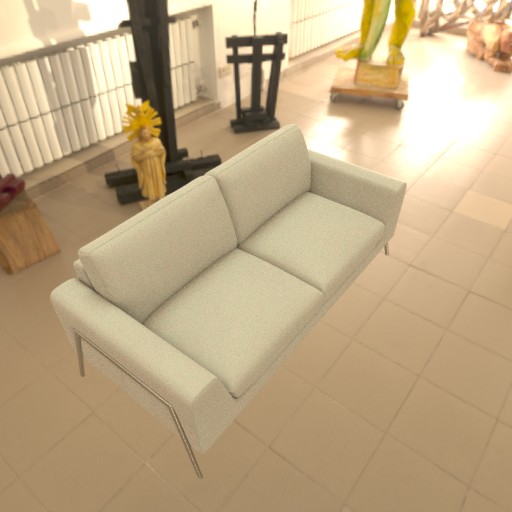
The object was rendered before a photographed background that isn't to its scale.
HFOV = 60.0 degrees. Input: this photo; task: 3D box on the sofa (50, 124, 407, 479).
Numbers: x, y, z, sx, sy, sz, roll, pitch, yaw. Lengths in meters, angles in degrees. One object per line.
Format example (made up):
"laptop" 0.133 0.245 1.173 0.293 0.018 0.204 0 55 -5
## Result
"sofa" 0.000 0.000 2.582 0.953 0.875 2.017 27 48 28
